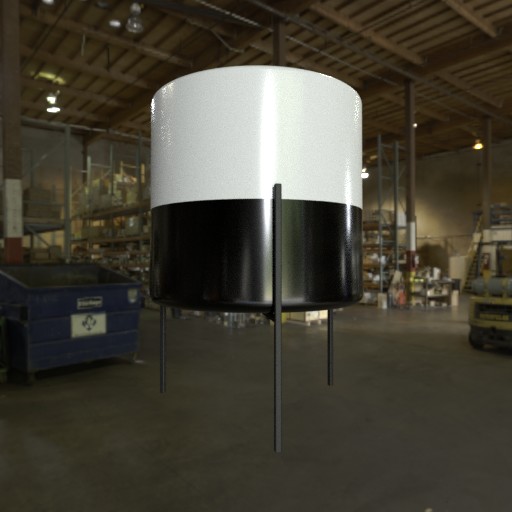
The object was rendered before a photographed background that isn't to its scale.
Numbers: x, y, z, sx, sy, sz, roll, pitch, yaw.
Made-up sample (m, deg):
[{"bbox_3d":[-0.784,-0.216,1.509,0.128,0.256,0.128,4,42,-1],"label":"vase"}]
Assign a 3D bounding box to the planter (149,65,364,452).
[{"bbox_3d":[0.000,0.000,0.651,0.310,0.432,0.310,0,-1,37],"label":"planter"}]
